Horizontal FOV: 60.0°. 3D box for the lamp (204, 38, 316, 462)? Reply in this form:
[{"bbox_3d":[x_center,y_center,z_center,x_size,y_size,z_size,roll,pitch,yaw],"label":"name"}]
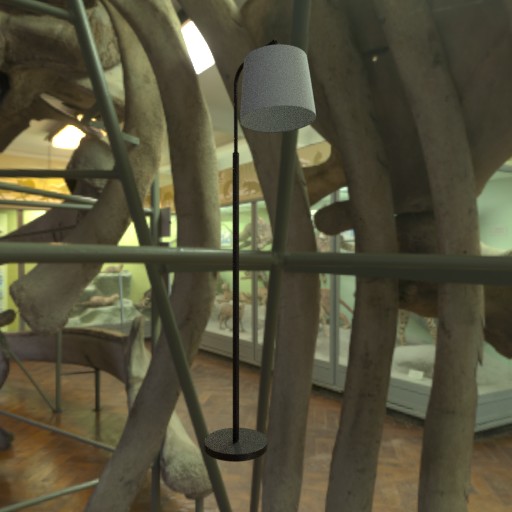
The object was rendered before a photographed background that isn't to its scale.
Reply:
[{"bbox_3d":[0.000,0.000,1.603,0.254,1.478,0.508,0,0,-36],"label":"lamp"}]
